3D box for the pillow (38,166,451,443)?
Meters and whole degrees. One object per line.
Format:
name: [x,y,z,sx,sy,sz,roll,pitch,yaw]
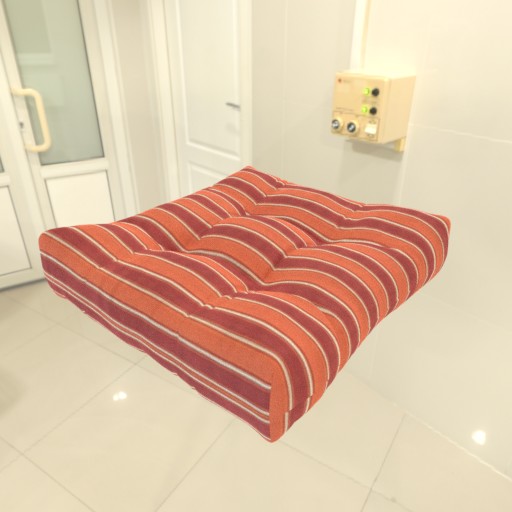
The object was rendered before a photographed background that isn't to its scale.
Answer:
pillow: [0.000,0.000,0.710,0.468,0.133,0.490,22,36,34]
